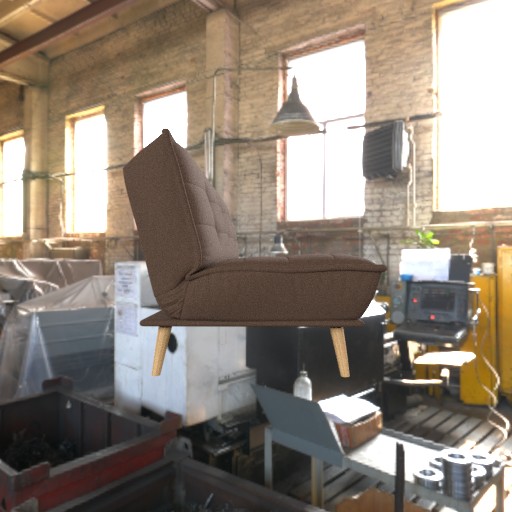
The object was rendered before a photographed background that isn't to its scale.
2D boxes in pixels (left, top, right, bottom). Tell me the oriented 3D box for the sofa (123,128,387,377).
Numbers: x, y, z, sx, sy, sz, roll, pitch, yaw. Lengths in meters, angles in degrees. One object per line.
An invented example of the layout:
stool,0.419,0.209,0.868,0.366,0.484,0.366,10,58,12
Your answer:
sofa,0.000,0.000,2.481,0.950,0.890,1.940,0,0,1
